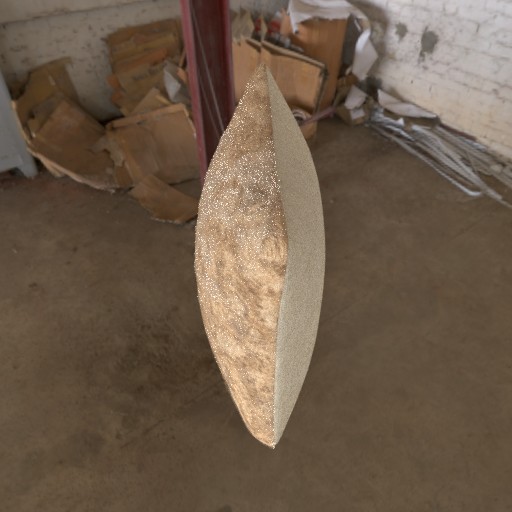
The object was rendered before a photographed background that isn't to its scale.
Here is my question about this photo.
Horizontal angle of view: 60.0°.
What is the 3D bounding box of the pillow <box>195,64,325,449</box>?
[{"bbox_3d":[0.000,0.000,0.813,0.216,0.525,0.538,0,42,0],"label":"pillow"}]
